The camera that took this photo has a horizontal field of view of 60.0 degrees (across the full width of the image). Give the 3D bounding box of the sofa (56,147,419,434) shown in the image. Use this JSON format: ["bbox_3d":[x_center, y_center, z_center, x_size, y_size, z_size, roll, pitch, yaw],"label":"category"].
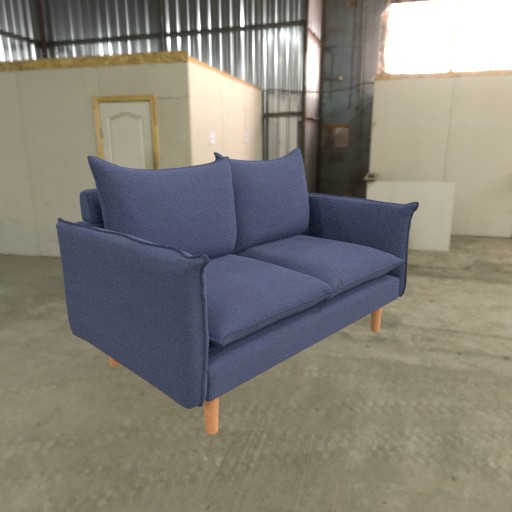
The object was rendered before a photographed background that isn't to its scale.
[{"bbox_3d":[0.000,0.000,1.842,0.820,0.840,1.300,15,21,42],"label":"sofa"}]
